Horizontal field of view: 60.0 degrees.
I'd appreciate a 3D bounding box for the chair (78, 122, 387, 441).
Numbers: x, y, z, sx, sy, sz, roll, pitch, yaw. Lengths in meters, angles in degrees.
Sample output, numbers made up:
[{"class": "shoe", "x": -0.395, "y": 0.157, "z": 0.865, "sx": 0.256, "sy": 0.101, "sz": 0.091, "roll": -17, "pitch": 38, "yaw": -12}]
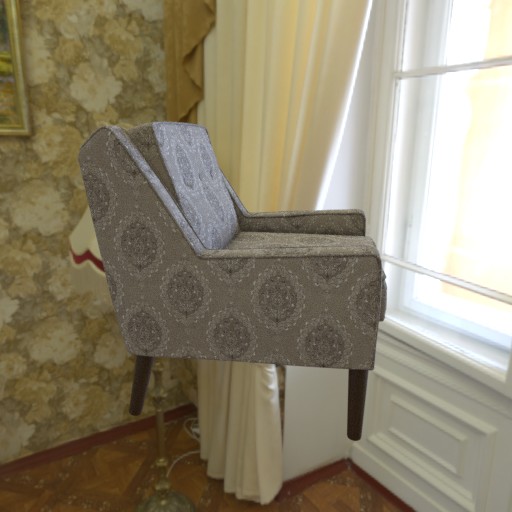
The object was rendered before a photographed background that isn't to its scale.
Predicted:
[{"class": "chair", "x": 0.000, "y": 0.000, "z": 1.377, "sx": 0.750, "sy": 0.797, "sz": 0.665, "roll": 3, "pitch": 15, "yaw": 10}]
